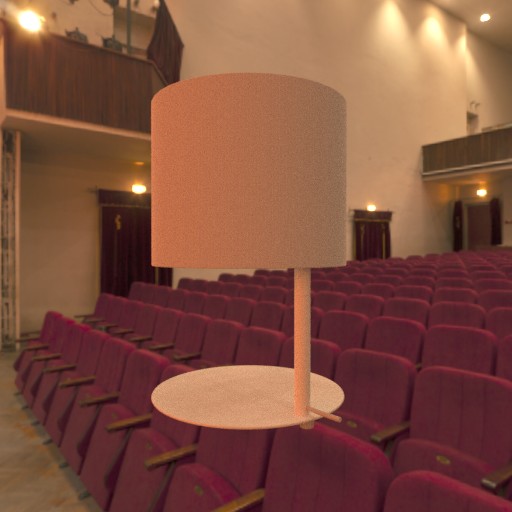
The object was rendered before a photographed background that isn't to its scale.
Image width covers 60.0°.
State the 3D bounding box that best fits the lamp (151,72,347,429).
[{"bbox_3d":[0.000,0.000,0.682,0.299,0.454,0.341,0,1,-37],"label":"lamp"}]
